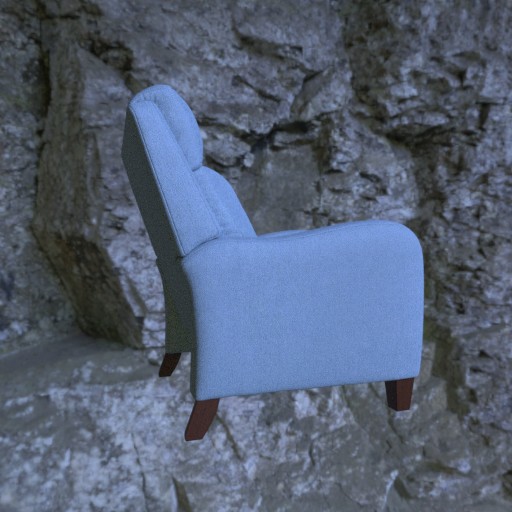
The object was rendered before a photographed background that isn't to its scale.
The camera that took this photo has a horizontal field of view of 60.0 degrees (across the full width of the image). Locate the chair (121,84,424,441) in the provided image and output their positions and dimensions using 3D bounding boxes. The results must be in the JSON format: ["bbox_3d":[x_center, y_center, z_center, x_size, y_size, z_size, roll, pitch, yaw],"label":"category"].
[{"bbox_3d":[0.000,0.000,1.723,0.988,1.067,0.785,0,0,-18],"label":"chair"}]
